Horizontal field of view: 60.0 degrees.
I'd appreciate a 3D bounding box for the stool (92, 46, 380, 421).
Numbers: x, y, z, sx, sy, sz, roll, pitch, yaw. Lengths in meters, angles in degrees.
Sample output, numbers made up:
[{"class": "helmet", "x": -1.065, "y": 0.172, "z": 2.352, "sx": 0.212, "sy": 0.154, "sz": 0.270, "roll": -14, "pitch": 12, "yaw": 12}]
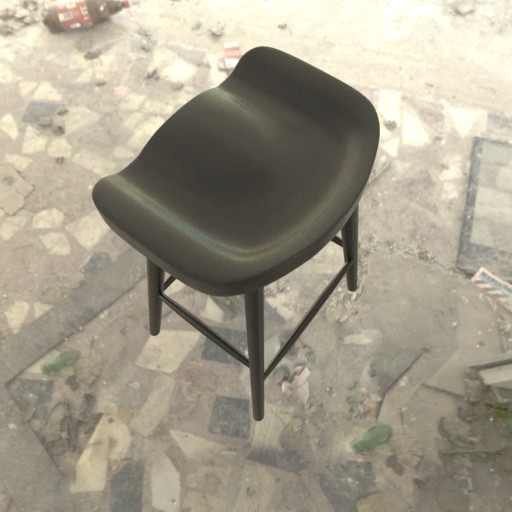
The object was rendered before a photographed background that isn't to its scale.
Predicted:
[{"class": "stool", "x": 0.000, "y": 0.000, "z": 0.893, "sx": 0.361, "sy": 0.615, "sz": 0.440, "roll": 35, "pitch": 68, "yaw": 16}]
